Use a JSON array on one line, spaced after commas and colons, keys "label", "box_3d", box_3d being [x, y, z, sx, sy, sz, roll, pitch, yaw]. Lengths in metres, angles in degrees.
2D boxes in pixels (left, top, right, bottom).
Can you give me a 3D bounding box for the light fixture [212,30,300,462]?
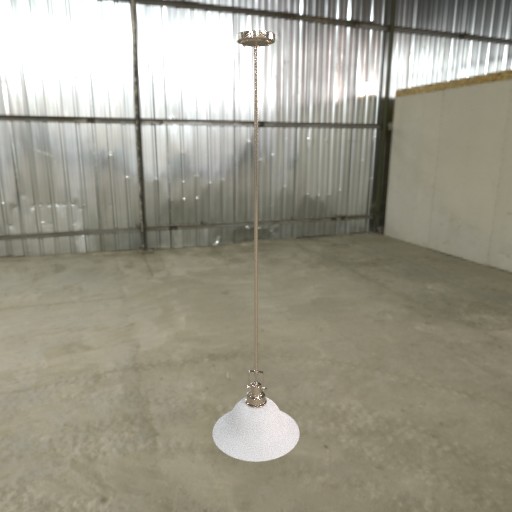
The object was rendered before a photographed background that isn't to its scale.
[{"label": "light fixture", "box_3d": [0.000, 0.000, 1.484, 0.324, 1.354, 0.324, 2, 15, 9]}]
